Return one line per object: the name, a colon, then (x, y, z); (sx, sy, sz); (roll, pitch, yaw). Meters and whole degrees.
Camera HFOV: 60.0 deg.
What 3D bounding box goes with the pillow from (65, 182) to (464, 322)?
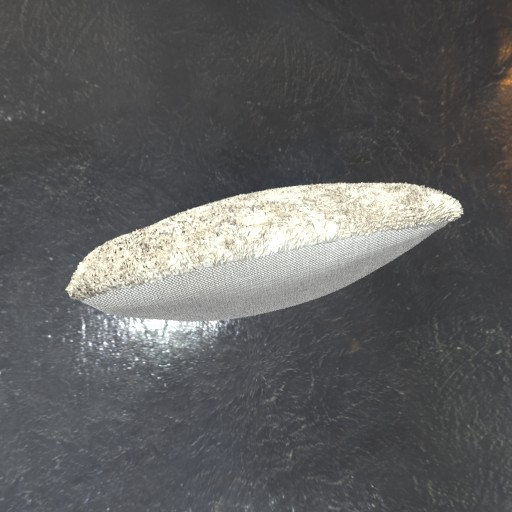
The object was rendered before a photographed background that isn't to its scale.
pillow: (0.000, 0.000, 0.811); (0.529, 0.515, 0.218); (-13, 76, -3)
